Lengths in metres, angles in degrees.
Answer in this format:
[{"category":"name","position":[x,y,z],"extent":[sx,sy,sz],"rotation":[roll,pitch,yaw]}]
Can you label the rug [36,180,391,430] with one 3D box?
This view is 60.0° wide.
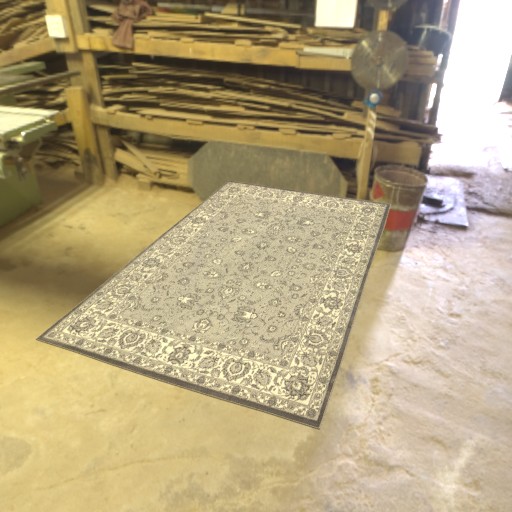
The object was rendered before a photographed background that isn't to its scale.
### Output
[{"category":"rug","position":[0.000,0.000,3.035],"extent":[1.524,0.011,2.438],"rotation":[11,33,18]}]
